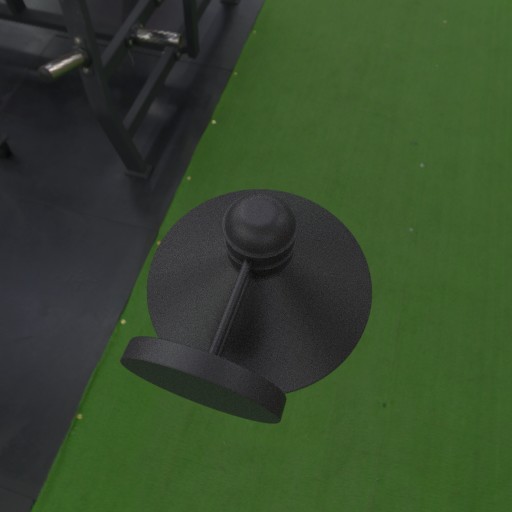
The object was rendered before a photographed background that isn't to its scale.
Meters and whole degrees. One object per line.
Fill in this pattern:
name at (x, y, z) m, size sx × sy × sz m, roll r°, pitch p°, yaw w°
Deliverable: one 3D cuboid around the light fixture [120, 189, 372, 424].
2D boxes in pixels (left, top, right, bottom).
light fixture at (0.000, 0.000, 0.665) m, size 0.396 × 0.265 × 0.434 m, roll 17°, pitch 63°, yaw 9°
